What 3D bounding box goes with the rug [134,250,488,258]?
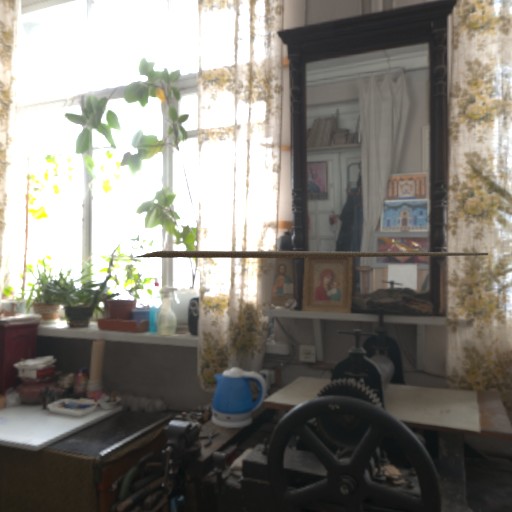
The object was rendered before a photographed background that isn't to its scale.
[{"bbox_3d":[0.000,0.000,3.011,1.531,0.014,2.441,0,-1,-17],"label":"rug"}]
